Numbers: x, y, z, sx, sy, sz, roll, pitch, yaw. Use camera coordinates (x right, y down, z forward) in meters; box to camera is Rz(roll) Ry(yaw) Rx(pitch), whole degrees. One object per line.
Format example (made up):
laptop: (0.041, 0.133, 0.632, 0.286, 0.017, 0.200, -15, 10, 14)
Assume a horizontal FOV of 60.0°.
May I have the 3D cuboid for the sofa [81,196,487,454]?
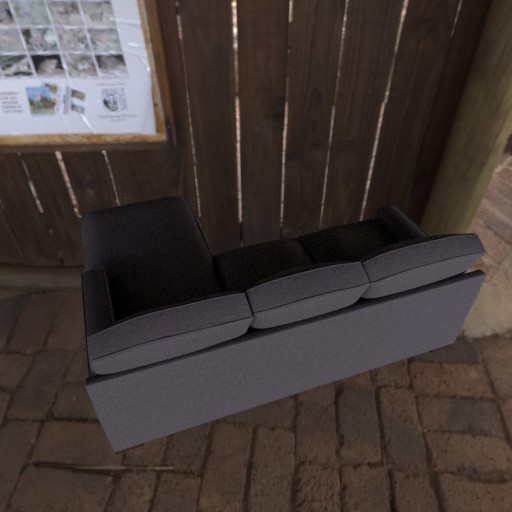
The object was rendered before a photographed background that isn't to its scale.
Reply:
sofa: (0.000, 0.000, 3.189, 2.370, 0.973, 1.790, -13, 43, -14)
